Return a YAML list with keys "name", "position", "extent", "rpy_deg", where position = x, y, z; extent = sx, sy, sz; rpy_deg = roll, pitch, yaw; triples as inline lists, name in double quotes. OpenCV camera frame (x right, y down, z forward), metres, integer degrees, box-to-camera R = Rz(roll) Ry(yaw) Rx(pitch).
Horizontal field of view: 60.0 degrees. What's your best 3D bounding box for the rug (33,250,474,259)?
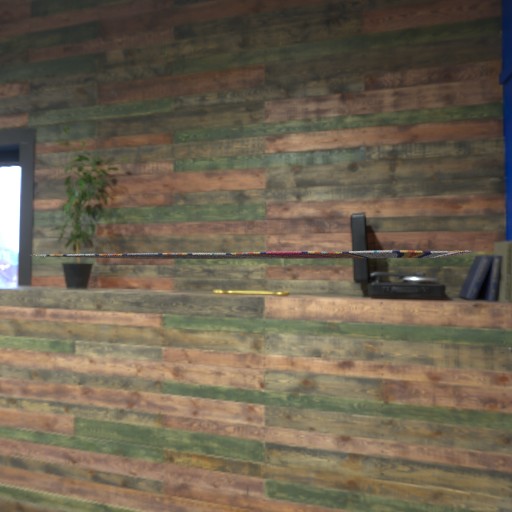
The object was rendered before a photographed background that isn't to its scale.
- name: "rug"
  position: [0.000, 0.000, 2.224]
  extent: [1.849, 0.013, 1.084]
  rpy_deg: [0, -1, 18]
